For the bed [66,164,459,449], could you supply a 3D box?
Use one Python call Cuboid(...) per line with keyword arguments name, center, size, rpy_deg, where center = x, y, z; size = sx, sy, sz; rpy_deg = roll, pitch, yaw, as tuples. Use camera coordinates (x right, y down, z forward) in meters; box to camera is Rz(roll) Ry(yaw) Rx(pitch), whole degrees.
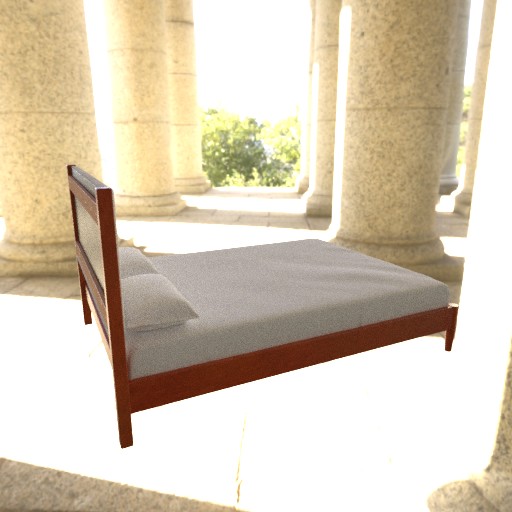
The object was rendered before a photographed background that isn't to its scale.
Cuboid(name="bed", center=(0.000, 0.000, 2.957), size=(2.117, 1.165, 1.566), rpy_deg=(-7, 17, -25))
